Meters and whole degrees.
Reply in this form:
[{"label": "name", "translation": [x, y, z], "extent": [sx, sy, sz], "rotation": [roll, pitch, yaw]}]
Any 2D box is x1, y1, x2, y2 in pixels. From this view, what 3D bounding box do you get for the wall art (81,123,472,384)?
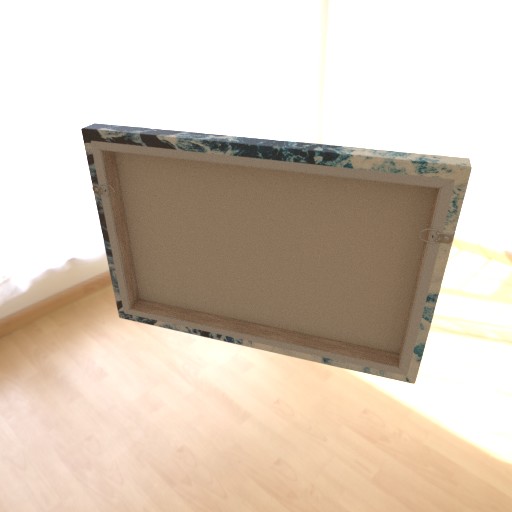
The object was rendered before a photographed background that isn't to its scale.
[{"label": "wall art", "translation": [0.000, 0.000, 0.781], "extent": [0.609, 0.407, 0.043], "rotation": [10, 32, 15]}]
